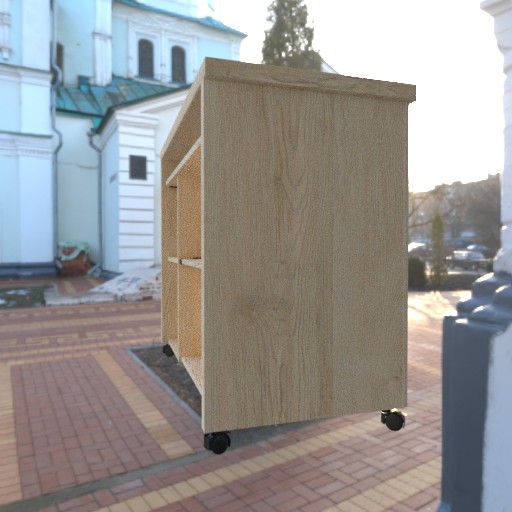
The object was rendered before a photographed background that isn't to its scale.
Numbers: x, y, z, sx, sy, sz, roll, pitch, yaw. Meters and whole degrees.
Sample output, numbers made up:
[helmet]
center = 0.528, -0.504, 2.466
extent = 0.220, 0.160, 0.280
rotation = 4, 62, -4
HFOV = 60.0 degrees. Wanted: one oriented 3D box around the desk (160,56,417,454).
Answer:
[desk]
center = 0.000, 0.000, 1.333
extent = 0.480, 0.770, 0.885
rotation = 0, 1, -18
